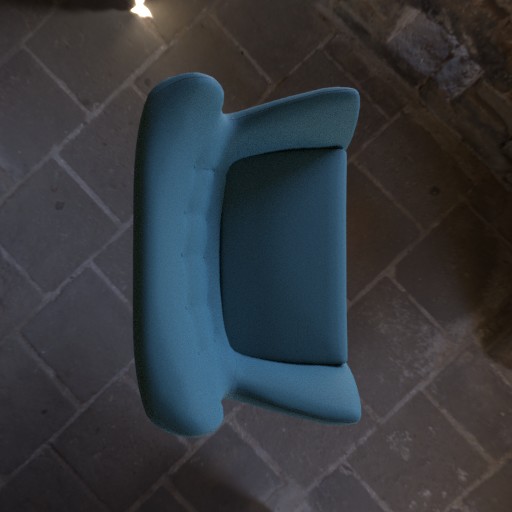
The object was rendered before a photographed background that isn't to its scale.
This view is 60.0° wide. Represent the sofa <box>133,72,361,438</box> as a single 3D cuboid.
[{"bbox_3d":[0.000,0.000,1.985,0.889,0.889,1.397,0,89,0],"label":"sofa"}]
